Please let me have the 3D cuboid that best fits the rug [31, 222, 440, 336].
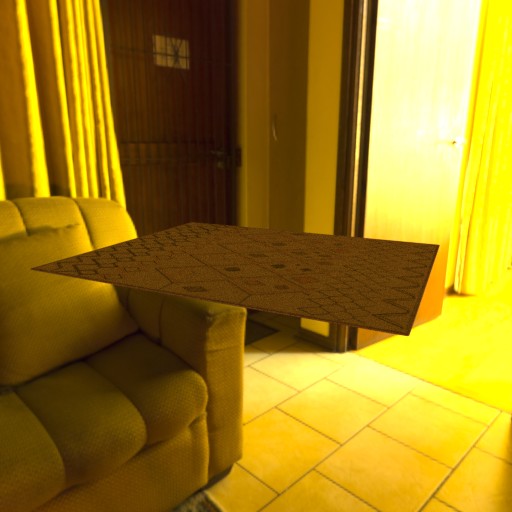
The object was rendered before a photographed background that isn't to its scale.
[{"bbox_3d":[0.000,0.000,4.155,3.050,0.016,2.441,7,16,25],"label":"rug"}]
